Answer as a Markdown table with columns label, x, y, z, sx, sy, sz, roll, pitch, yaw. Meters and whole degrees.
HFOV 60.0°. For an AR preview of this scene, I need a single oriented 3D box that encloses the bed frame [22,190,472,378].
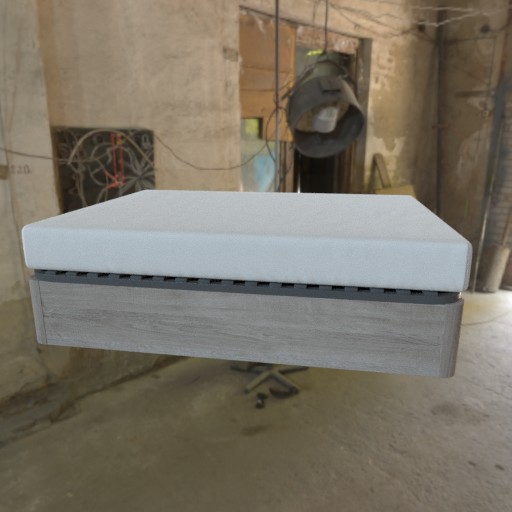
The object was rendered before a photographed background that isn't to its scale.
| label | x | y | z | sx | sy | sz | roll | pitch | yaw |
| --- | --- | --- | --- | --- | --- | --- | --- | --- | --- |
| bed frame | 0.000 | 0.000 | 2.514 | 1.900 | 0.561 | 1.400 | 3 | 16 | 9 |
